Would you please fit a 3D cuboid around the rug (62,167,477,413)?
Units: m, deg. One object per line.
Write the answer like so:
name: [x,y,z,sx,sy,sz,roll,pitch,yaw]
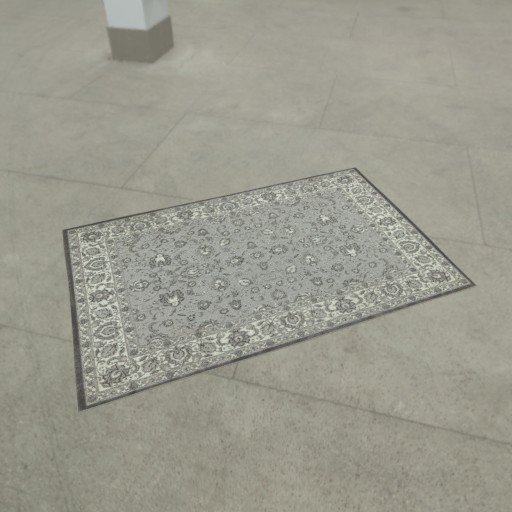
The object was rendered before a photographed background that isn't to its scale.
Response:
rug: [0.000,0.000,3.009,2.438,0.011,1.524,-14,44,-15]
